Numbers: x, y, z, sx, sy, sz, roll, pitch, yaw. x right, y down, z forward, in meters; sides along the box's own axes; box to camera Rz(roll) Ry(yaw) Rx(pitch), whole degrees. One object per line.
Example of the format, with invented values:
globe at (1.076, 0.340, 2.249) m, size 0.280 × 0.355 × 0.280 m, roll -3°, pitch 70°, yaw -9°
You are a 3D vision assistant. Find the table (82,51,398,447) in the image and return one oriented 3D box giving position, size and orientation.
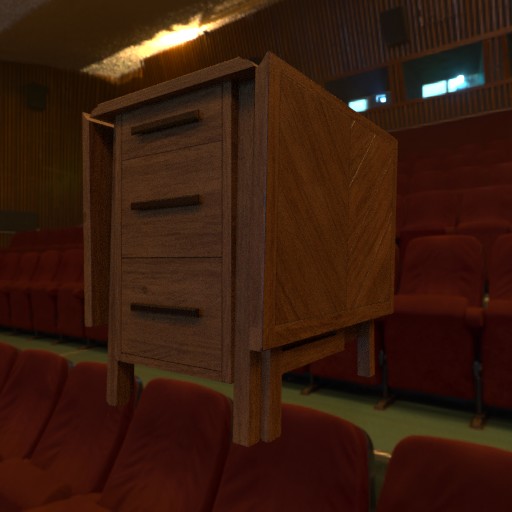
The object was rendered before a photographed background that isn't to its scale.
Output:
table at (0.000, 0.000, 1.290) m, size 0.591 × 0.763 × 0.746 m, roll 0°, pitch -1°, yaw 35°
